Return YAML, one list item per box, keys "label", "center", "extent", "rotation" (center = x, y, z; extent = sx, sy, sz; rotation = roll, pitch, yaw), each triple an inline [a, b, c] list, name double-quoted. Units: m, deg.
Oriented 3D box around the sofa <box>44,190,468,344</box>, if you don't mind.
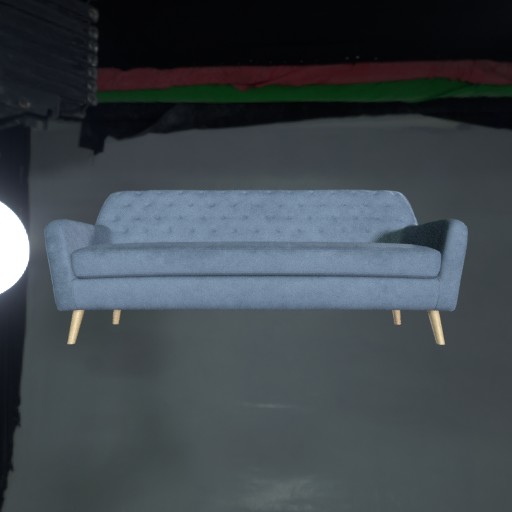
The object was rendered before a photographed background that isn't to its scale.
- label: "sofa"
  center: [0.000, 0.000, 2.415]
  extent: [1.975, 0.832, 0.841]
  rotation: [0, -1, 0]
